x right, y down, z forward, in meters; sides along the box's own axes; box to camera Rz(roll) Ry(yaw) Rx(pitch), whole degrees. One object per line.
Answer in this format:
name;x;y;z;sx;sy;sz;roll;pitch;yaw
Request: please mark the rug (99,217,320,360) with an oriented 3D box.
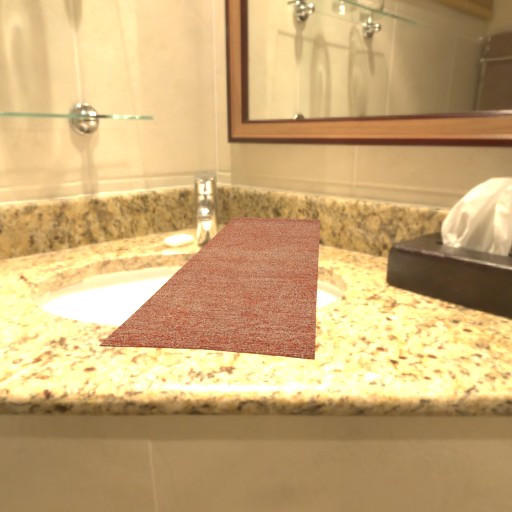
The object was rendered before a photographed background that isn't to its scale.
rug;0.000;0.000;2.553;0.718;0.013;2.353;2;16;8
